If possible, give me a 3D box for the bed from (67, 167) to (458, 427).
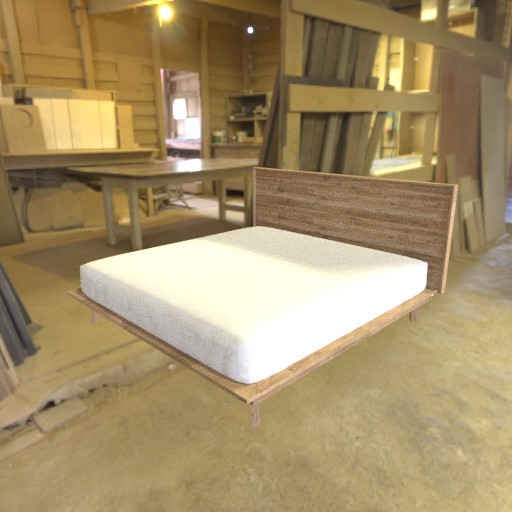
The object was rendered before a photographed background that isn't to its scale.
[{"bbox_3d":[0.000,0.000,3.448,2.167,1.100,2.116,-16,22,-43],"label":"bed"}]
